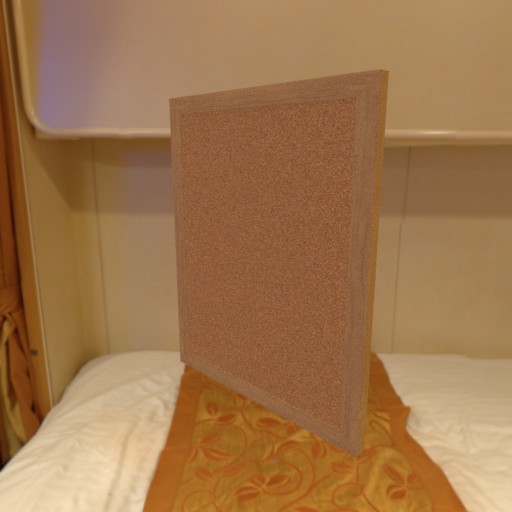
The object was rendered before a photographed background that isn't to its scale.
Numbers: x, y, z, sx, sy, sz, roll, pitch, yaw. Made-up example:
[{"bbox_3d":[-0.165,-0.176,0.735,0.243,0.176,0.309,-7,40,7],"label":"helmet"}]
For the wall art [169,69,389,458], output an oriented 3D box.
[{"bbox_3d":[0.000,0.000,0.783,0.460,0.561,0.020,13,18,43],"label":"wall art"}]
